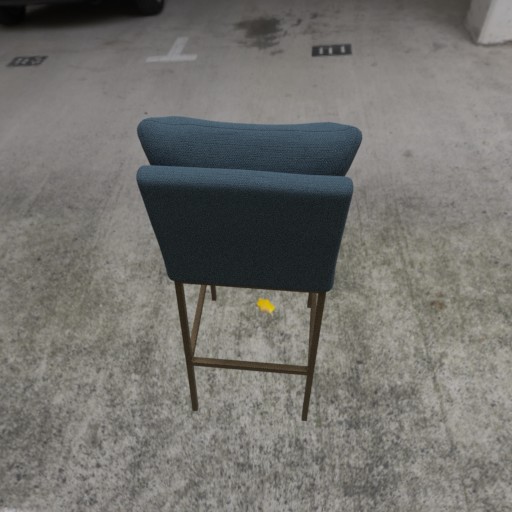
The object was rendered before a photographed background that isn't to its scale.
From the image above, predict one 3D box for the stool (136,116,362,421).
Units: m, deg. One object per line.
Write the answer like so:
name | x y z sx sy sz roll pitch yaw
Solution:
stool | 0.000 0.000 1.393 0.463 1.124 0.568 4 46 4
